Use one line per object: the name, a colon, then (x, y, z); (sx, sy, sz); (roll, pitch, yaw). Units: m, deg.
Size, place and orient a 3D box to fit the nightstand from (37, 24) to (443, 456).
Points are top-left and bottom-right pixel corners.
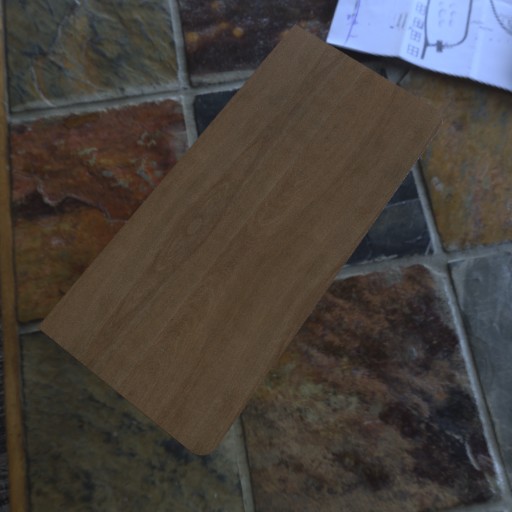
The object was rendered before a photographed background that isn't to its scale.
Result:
nightstand: (0.000, 0.000, 1.299); (0.432, 0.700, 0.914); (35, 78, 9)
